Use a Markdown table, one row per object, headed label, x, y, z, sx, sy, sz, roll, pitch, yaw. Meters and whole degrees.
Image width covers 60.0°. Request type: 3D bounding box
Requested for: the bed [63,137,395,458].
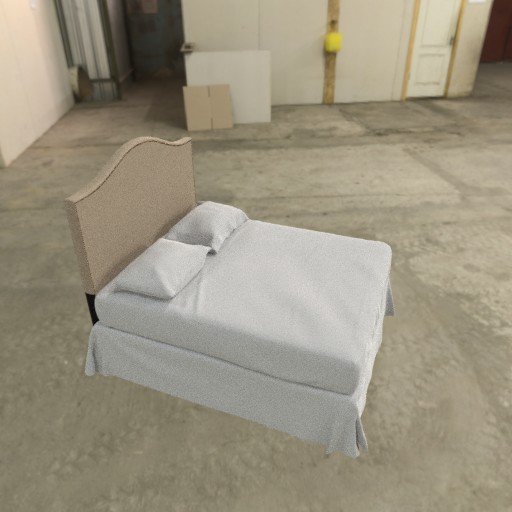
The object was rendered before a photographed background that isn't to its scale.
| label | x | y | z | sx | sy | sz | roll | pitch | yaw |
| --- | --- | --- | --- | --- | --- | --- | --- | --- | --- |
| bed | 0.000 | 0.000 | 3.498 | 2.221 | 1.645 | 1.876 | 11 | 32 | 18 |
